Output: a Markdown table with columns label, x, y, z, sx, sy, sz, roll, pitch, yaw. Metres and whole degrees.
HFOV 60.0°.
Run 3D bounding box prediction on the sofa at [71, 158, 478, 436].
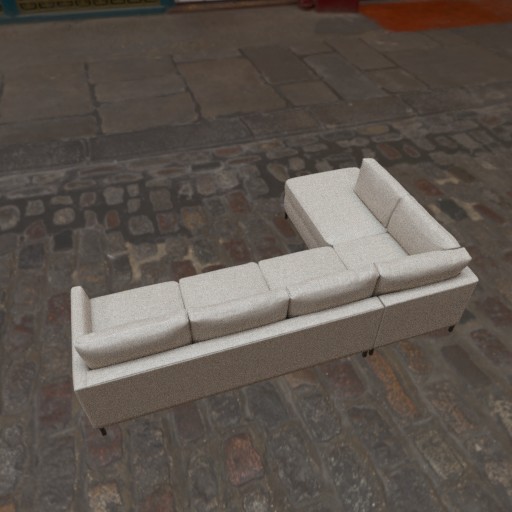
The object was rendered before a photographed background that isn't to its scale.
| label | x | y | z | sx | sy | sz | roll | pitch | yaw |
| --- | --- | --- | --- | --- | --- | --- | --- | --- | --- |
| sofa | 0.000 | 0.000 | 3.099 | 2.423 | 0.703 | 1.617 | -12 | 44 | -13 |
